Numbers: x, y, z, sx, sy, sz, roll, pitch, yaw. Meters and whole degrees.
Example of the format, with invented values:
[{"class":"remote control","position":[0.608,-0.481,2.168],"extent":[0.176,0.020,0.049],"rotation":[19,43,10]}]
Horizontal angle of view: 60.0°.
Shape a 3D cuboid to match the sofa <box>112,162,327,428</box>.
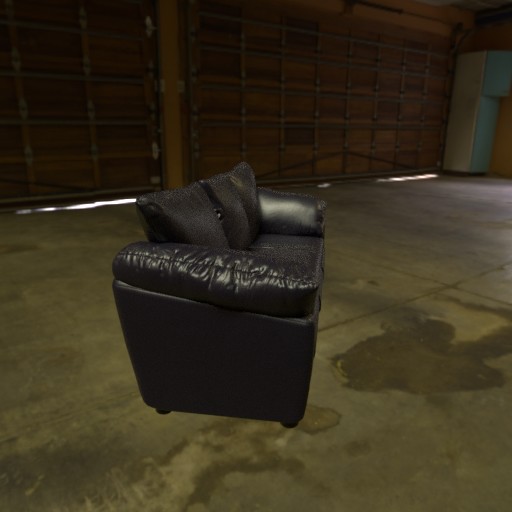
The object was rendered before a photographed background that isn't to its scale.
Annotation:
[{"class":"sofa","position":[0.000,0.000,2.892],"extent":[0.880,1.073,2.336],"rotation":[3,16,9]}]
